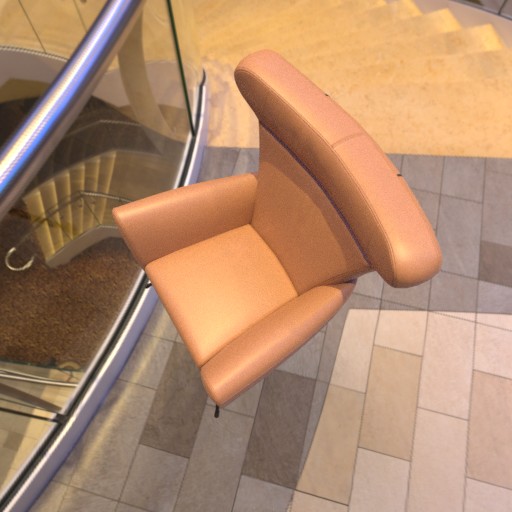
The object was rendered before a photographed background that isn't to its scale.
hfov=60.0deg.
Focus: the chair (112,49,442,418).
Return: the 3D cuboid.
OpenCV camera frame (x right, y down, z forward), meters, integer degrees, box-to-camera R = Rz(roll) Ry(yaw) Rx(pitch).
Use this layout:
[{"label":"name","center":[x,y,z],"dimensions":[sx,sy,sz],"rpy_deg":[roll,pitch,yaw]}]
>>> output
[{"label":"chair","center":[0.000,0.000,1.760],"dimensions":[0.900,1.050,0.980],"rpy_deg":[-29,68,-13]}]
